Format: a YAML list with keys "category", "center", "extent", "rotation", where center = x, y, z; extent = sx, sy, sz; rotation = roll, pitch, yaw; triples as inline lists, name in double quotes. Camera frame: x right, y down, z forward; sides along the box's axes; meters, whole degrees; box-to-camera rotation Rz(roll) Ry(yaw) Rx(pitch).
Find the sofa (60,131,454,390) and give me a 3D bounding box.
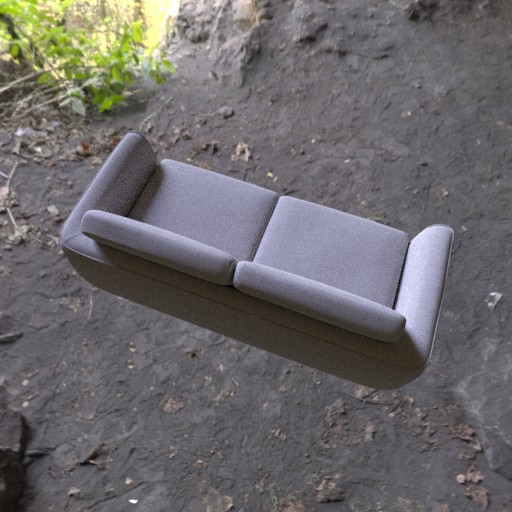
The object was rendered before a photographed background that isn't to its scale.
- category: "sofa"
  center: [0.000, 0.000, 2.521]
  extent: [2.000, 0.850, 0.920]
  rotation: [19, 65, 9]
